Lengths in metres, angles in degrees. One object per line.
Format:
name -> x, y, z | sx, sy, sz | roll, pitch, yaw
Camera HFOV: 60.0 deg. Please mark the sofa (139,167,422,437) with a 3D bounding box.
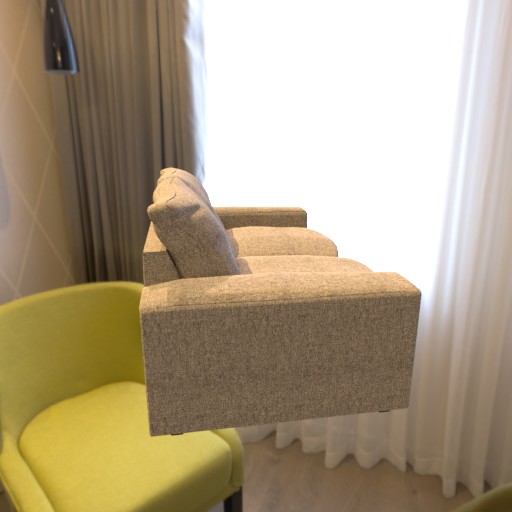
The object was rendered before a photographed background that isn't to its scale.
sofa -> 0.000, 0.000, 2.423 | 1.094, 0.877, 1.758 | -3, 17, -9
